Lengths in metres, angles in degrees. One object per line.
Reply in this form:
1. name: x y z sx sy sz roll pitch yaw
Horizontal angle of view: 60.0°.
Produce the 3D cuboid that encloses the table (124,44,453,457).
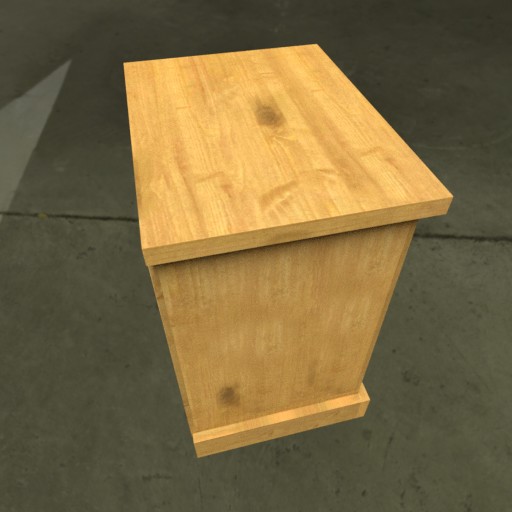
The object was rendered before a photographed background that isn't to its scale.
1. table: 0.000 0.000 1.188 0.500 0.813 0.660 -10 47 -10
